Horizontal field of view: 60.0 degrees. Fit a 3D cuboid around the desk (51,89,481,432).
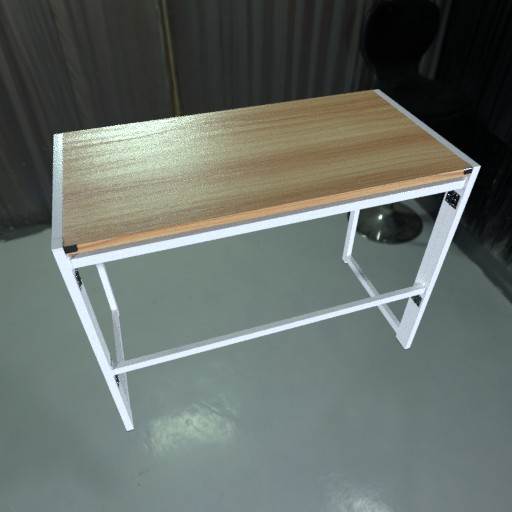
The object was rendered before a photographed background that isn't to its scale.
[{"bbox_3d":[0.000,0.000,1.422,1.016,0.762,0.508,-12,44,-13],"label":"desk"}]
